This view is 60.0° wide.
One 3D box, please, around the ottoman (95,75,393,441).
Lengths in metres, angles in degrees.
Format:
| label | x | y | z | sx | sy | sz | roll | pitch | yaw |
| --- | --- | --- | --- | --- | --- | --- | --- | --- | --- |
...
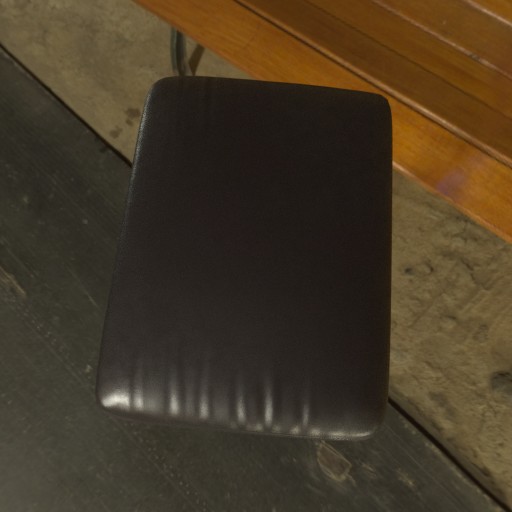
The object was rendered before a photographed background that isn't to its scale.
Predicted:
| label | x | y | z | sx | sy | sz | roll | pitch | yaw |
| --- | --- | --- | --- | --- | --- | --- | --- | --- | --- |
| ottoman | 0.000 | 0.000 | 1.053 | 0.570 | 0.402 | 0.764 | 5 | 75 | 1 |
